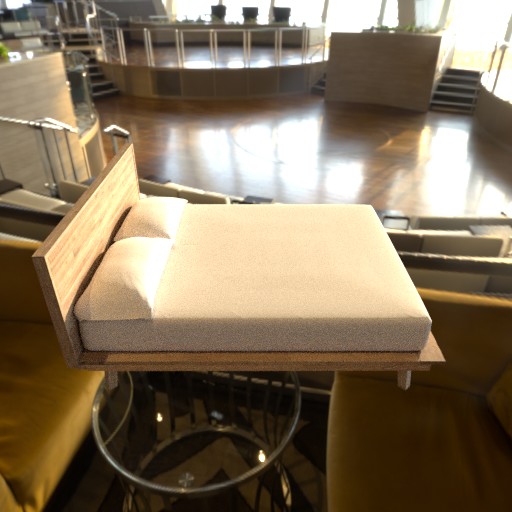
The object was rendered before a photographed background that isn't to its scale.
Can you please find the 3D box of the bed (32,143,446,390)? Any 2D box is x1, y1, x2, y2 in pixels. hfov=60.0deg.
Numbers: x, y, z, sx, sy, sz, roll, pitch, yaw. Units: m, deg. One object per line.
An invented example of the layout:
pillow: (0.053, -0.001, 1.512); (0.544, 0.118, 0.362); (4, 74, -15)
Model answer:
bed: (0.000, 0.000, 3.129); (2.145, 1.071, 1.759); (0, 31, 0)
